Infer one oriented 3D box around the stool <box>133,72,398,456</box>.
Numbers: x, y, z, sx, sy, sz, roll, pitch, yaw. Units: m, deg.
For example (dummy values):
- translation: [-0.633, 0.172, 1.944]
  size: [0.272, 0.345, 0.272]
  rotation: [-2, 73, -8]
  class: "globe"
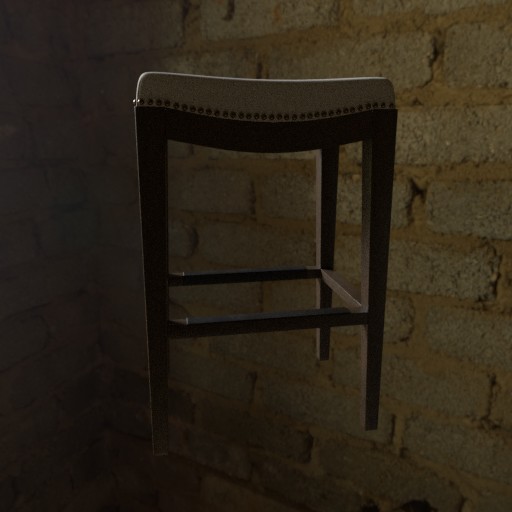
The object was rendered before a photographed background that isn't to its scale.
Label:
- translation: [0.000, 0.000, 1.038]
  size: [0.498, 0.759, 0.358]
  rotation: [-3, 15, -10]
  class: "stool"
